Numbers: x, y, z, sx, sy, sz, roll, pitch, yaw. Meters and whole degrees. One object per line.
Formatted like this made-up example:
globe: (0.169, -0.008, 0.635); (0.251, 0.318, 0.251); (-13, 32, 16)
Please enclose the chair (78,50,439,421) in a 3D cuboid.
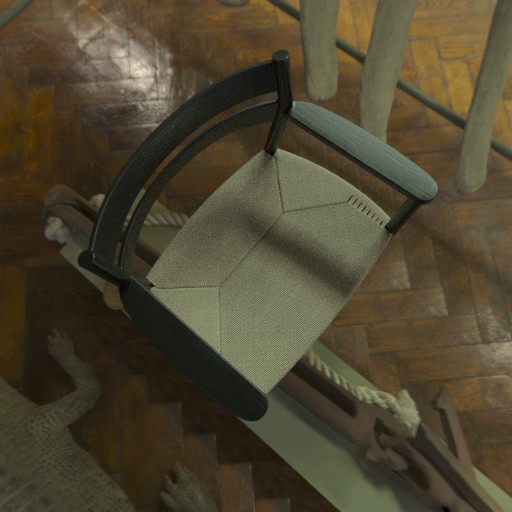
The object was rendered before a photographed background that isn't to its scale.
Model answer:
chair: (0.000, 0.000, 1.164); (0.508, 0.775, 0.630); (39, 79, 9)
